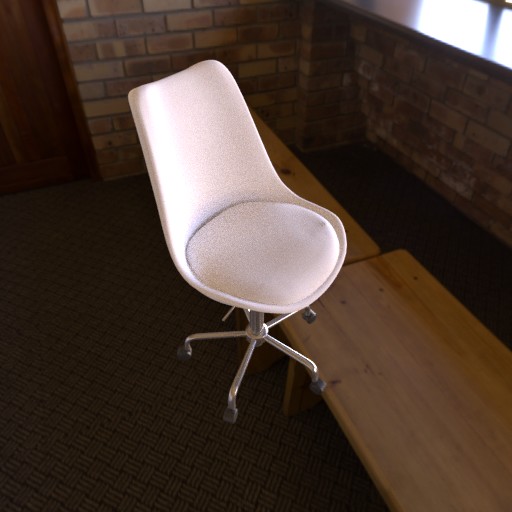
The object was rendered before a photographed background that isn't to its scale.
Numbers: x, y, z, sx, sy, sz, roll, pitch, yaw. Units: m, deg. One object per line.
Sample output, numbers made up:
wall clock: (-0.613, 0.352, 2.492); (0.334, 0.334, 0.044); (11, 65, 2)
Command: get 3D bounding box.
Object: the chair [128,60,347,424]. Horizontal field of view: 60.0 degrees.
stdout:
chair: (0.000, 0.000, 1.277); (0.550, 0.930, 0.550); (25, 47, 26)
